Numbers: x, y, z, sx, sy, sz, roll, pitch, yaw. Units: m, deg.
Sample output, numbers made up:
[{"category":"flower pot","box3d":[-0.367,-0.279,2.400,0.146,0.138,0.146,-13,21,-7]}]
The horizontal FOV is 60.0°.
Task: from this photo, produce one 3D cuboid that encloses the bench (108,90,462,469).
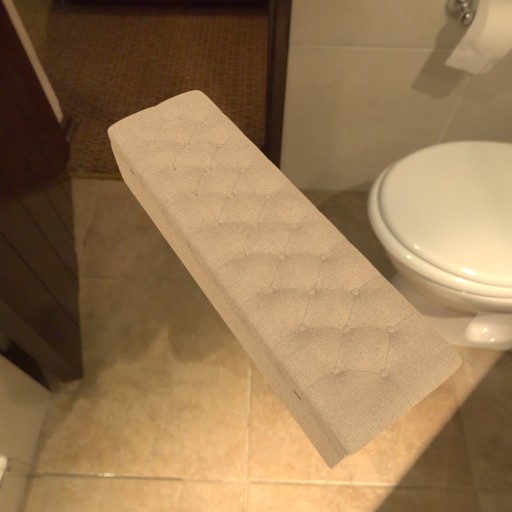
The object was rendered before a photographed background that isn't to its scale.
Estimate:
[{"category":"bench","box3d":[0.000,0.000,1.686,0.455,0.467,1.480,-30,62,-18]}]
